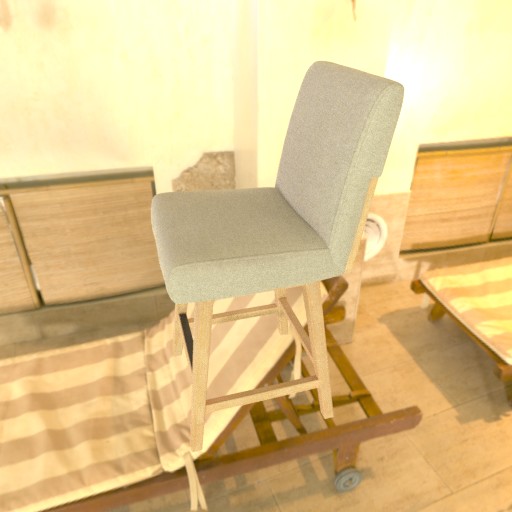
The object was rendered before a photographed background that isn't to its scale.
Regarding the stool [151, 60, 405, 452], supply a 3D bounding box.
[{"bbox_3d":[0.000,0.000,1.400,0.606,1.085,0.507,-8,31,-14],"label":"stool"}]
